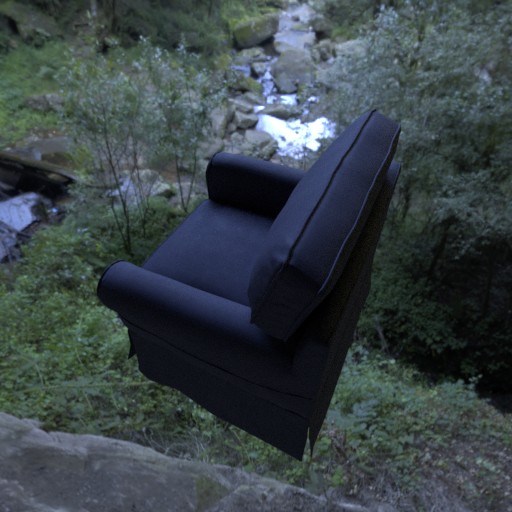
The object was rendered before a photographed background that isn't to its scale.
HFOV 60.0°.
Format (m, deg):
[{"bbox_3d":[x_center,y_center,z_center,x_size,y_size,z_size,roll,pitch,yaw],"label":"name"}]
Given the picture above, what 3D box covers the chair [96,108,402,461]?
[{"bbox_3d":[0.000,0.000,1.993,1.002,1.140,1.119,18,48,17],"label":"chair"}]
